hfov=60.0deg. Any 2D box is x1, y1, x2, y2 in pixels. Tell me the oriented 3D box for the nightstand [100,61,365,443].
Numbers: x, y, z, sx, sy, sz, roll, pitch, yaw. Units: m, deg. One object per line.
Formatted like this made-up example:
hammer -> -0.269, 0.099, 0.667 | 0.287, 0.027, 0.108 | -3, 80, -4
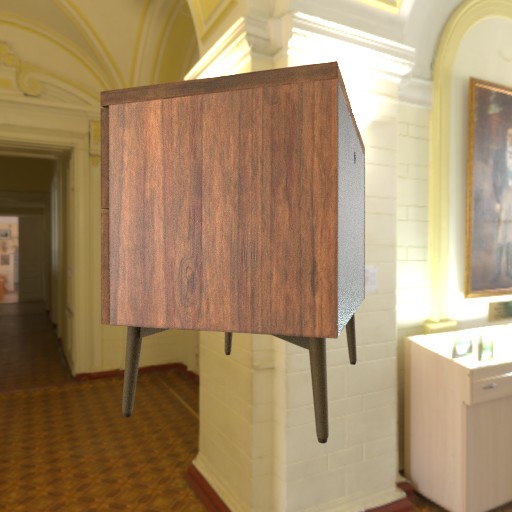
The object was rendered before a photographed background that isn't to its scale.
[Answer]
nightstand -> 0.000, 0.000, 1.046 | 0.458, 0.610, 0.610 | 0, 1, 18
